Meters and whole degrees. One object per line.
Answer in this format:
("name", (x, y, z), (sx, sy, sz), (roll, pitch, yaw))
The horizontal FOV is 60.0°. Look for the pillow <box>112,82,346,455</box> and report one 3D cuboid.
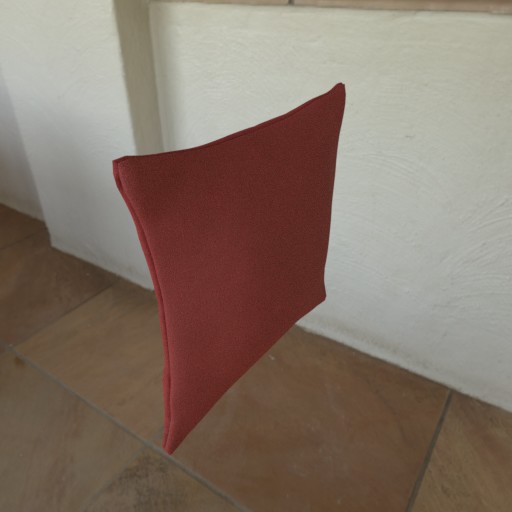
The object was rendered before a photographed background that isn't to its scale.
("pillow", (0.000, 0.000, 0.642), (0.151, 0.416, 0.435), (22, 38, 30))
